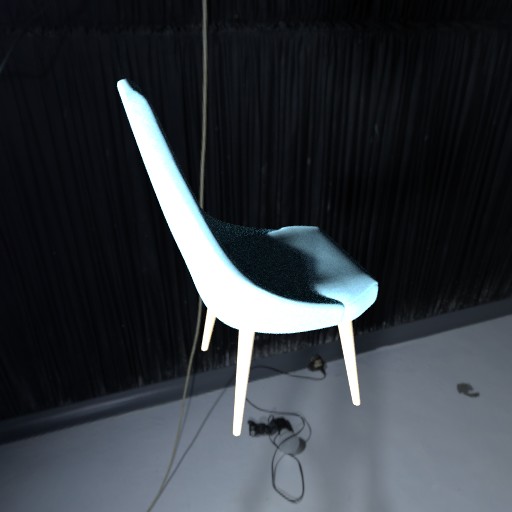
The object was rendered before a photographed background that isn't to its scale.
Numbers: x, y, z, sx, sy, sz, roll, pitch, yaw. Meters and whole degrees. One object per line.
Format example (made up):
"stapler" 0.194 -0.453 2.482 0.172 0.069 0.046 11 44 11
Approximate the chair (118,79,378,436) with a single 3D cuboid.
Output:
"chair" 0.000 0.000 1.368 0.660 1.040 0.510 -11 32 -17
